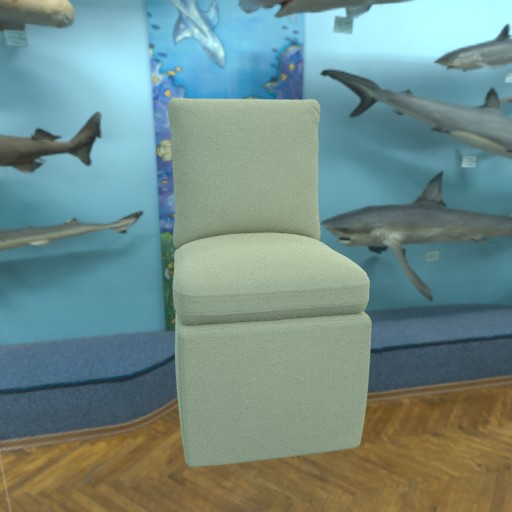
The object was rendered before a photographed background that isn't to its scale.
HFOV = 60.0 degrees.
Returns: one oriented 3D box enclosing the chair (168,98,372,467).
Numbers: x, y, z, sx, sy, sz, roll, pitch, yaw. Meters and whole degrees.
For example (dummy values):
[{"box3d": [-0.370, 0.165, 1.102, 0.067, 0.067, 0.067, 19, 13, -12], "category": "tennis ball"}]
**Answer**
[{"box3d": [0.000, 0.000, 1.346, 0.503, 0.927, 0.698, -3, 16, -9], "category": "chair"}]
